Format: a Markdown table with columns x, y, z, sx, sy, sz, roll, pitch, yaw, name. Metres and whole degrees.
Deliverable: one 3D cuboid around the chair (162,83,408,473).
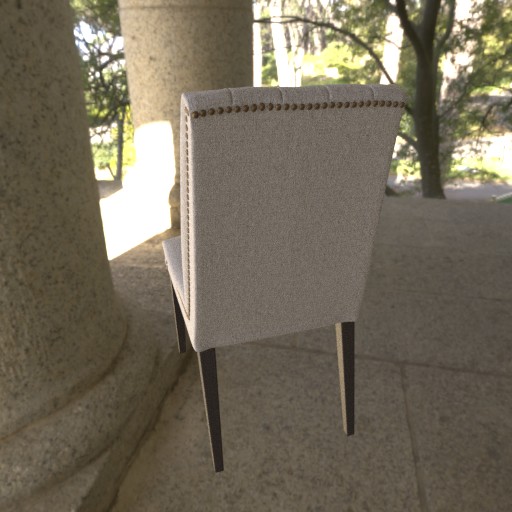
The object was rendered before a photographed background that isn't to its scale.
| x | y | z | sx | sy | sz | roll | pitch | yaw | name |
| --- | --- | --- | --- | --- | --- | --- | --- | --- | --- |
| 0.000 | 0.000 | 1.352 | 0.511 | 1.016 | 0.647 | -8 | 27 | -16 | chair |
